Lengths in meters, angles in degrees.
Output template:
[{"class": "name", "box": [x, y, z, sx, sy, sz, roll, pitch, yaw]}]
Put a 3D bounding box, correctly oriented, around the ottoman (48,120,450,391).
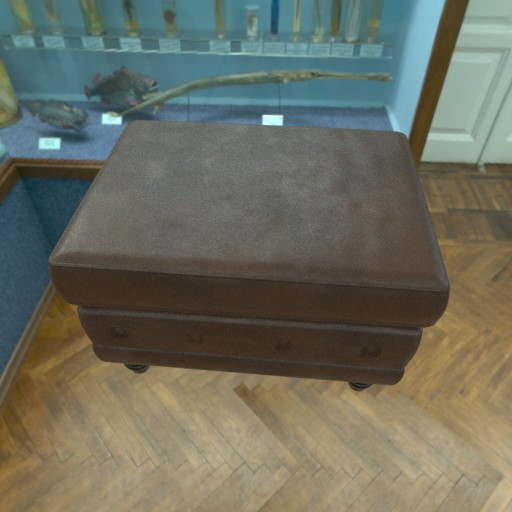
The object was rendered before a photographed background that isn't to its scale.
[{"class": "ottoman", "box": [0.000, 0.000, 1.200, 0.795, 0.509, 0.588, 4, 45, 4]}]
